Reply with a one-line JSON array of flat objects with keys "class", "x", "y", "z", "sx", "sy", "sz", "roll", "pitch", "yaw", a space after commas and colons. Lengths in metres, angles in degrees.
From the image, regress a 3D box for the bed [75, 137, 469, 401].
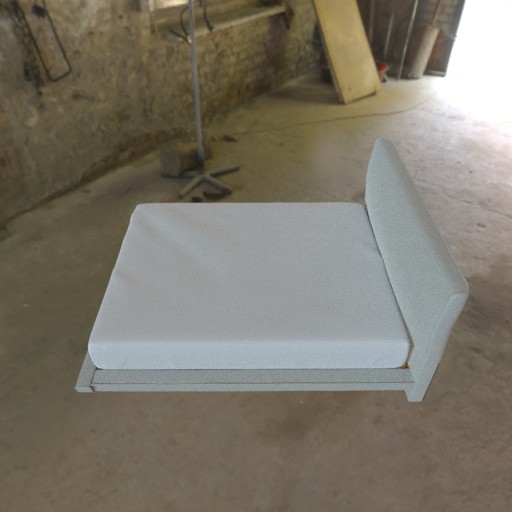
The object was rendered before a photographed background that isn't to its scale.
[{"class": "bed", "x": 0.000, "y": 0.000, "z": 3.565, "sx": 2.498, "sy": 1.126, "sz": 1.980, "roll": 0, "pitch": 40, "yaw": 0}]
